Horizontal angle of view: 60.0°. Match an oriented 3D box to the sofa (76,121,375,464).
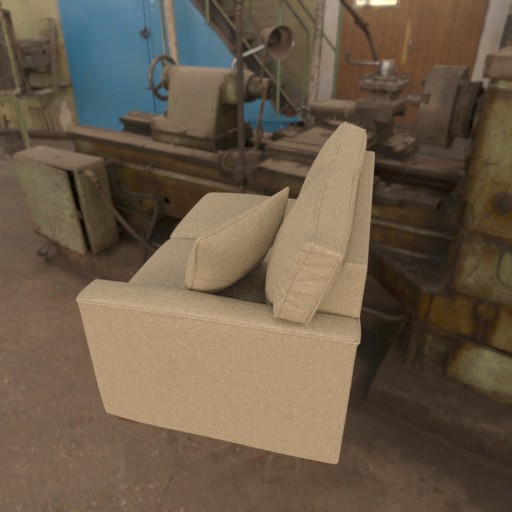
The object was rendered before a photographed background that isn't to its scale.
[{"bbox_3d":[0.000,0.000,2.083,0.991,0.989,1.388,7,31,12],"label":"sofa"}]
